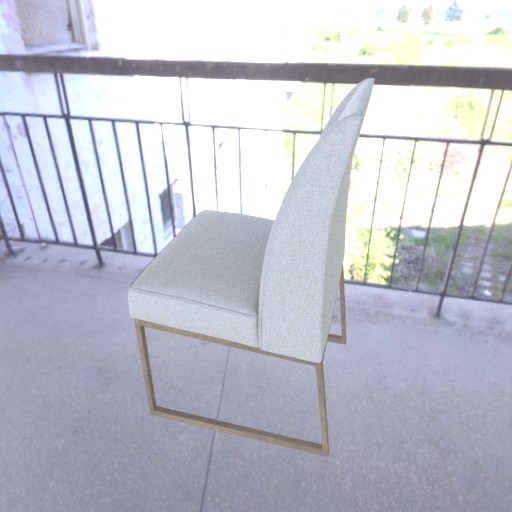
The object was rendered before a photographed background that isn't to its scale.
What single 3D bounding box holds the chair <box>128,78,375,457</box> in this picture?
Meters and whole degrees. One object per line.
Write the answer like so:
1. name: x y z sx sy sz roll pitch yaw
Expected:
1. chair: 0.000 0.000 1.198 0.522 0.863 0.508 8 30 14
